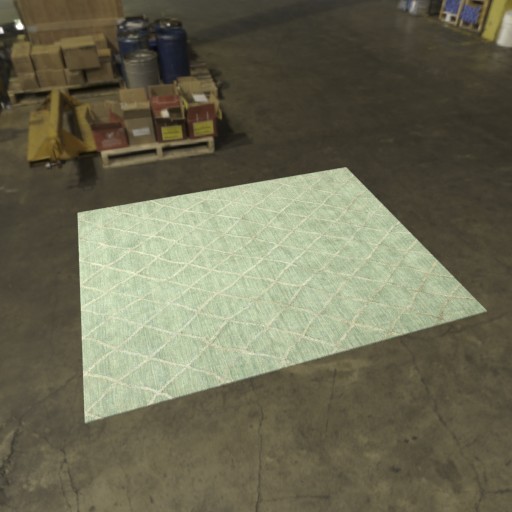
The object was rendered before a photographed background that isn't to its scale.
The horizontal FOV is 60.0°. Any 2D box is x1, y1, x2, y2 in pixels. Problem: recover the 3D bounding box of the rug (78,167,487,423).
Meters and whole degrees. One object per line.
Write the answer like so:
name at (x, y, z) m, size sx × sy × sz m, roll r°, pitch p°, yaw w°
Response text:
rug at (0.000, 0.000, 4.007) m, size 3.039 × 0.019 × 2.420 m, roll -12°, pitch 42°, yaw -14°
